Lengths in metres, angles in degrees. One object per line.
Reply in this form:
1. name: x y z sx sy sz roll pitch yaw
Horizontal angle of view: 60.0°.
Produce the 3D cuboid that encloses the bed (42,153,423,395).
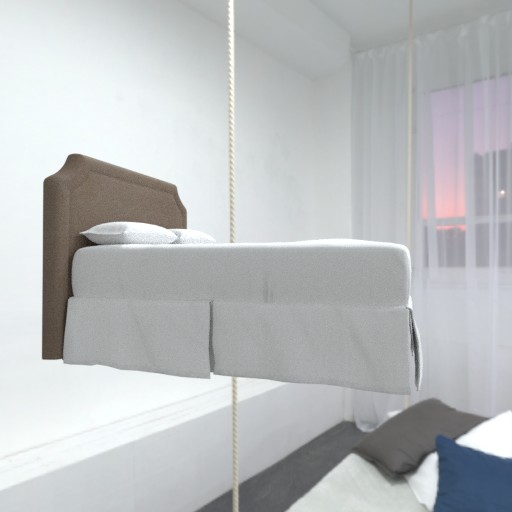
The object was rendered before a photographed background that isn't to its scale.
1. bed: 0.000 0.000 3.071 2.116 1.290 1.693 0 0 18
